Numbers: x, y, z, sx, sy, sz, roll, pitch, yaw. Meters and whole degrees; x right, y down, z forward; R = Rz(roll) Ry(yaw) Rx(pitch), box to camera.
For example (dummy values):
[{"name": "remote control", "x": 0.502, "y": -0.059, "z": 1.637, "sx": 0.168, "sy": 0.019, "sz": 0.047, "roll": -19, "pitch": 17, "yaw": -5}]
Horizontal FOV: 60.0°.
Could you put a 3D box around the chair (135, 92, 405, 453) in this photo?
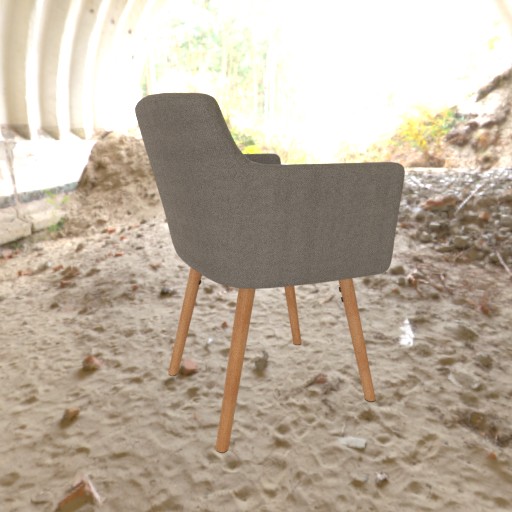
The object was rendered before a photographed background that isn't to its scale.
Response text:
[{"name": "chair", "x": 0.000, "y": 0.000, "z": 1.160, "sx": 0.540, "sy": 0.780, "sz": 0.570, "roll": -8, "pitch": 17, "yaw": -26}]
